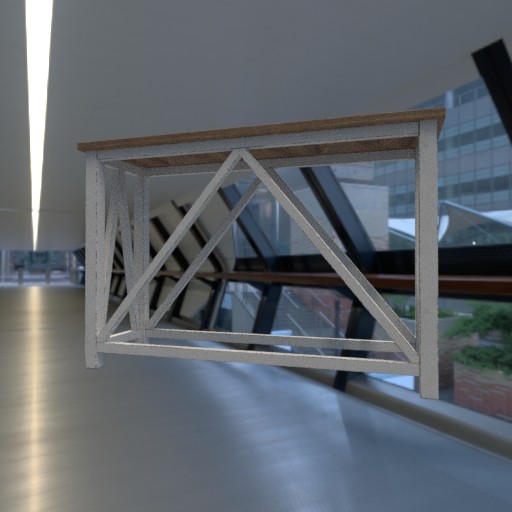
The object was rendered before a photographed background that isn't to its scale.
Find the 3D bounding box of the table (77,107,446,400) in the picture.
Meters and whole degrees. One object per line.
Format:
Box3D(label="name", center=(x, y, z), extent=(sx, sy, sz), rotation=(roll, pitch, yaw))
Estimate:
Box3D(label="table", center=(0.000, 0.000, 1.818), extent=(1.400, 0.930, 0.450), rotation=(0, -1, 18))
